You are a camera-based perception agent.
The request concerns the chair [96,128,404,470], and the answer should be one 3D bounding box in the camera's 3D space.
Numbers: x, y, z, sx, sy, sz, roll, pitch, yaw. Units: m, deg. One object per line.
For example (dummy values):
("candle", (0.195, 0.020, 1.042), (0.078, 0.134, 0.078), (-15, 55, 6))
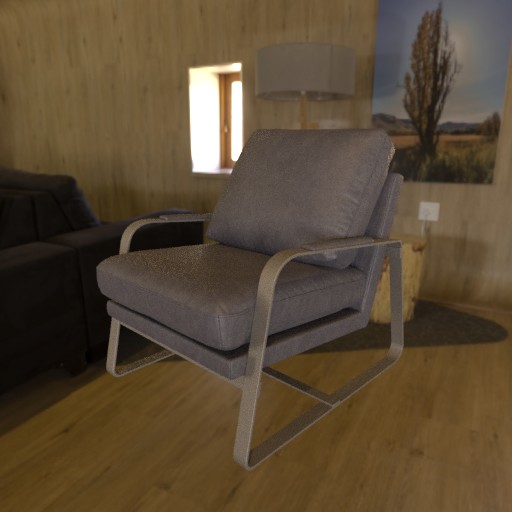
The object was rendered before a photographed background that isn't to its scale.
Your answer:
("chair", (0.000, 0.000, 1.493), (0.692, 0.839, 0.878), (14, 20, 42))
